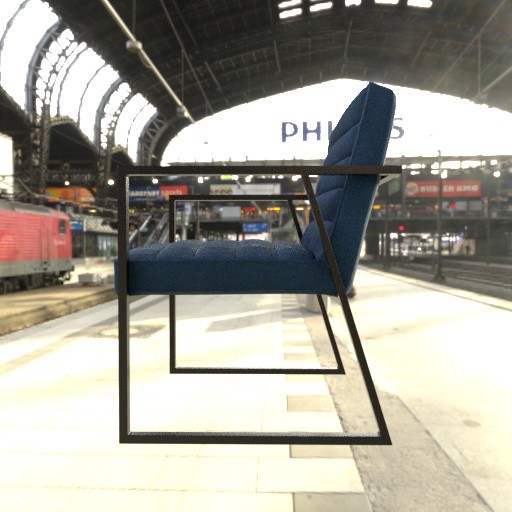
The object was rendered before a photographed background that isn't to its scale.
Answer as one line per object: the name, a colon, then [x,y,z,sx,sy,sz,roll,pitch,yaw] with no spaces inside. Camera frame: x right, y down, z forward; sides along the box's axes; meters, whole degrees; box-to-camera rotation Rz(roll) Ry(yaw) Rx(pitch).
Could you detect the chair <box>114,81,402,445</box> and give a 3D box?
chair: [0.000,0.000,1.268,0.677,0.833,0.571,0,1,1]
